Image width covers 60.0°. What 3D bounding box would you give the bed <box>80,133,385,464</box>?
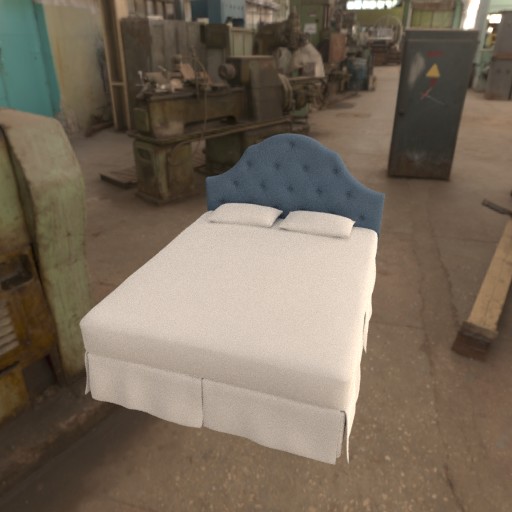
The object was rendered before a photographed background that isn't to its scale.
[{"bbox_3d":[0.000,0.000,3.828,2.039,1.617,2.477,8,28,16],"label":"bed"}]
